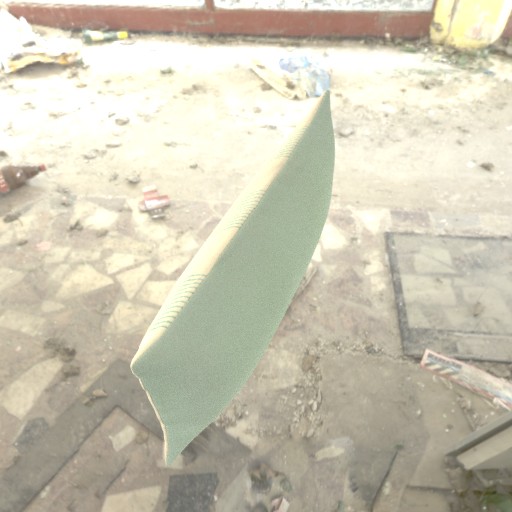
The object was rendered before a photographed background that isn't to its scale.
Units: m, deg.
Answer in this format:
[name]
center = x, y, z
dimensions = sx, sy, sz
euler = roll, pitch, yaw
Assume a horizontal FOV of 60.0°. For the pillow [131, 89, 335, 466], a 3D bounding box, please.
[pillow]
center = 0.000, 0.000, 0.714
dimensions = 0.151, 0.287, 0.610
euler = 18, 50, 16
